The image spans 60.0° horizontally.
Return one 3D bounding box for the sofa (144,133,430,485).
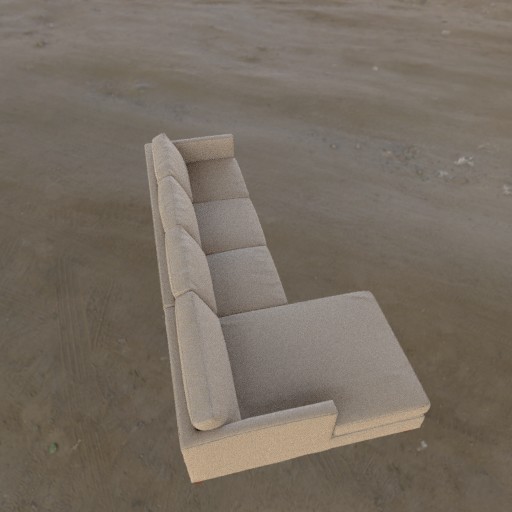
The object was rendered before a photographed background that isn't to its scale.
[{"bbox_3d":[0.000,0.000,3.809,1.625,0.846,3.186,-10,47,-9],"label":"sofa"}]
